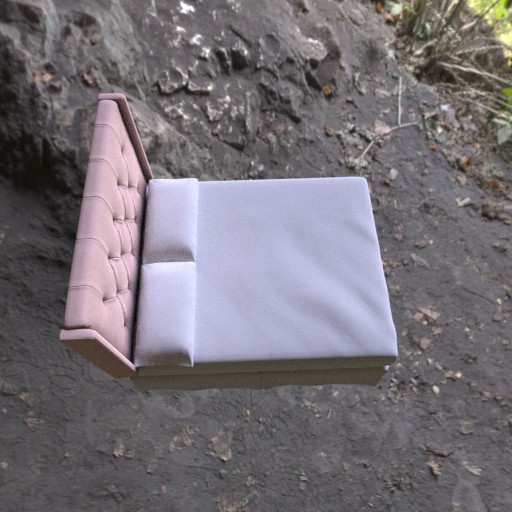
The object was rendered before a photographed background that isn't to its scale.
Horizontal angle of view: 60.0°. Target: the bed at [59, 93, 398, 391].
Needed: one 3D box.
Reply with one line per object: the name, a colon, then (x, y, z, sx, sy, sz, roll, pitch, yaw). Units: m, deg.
bed: (0.000, 0.000, 3.346, 2.066, 1.665, 1.719, -2, 64, -1)
